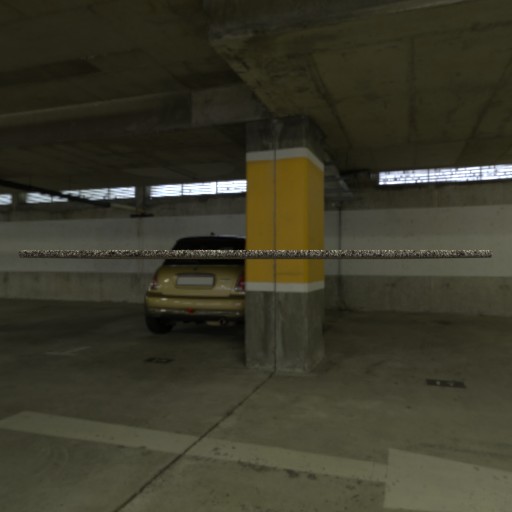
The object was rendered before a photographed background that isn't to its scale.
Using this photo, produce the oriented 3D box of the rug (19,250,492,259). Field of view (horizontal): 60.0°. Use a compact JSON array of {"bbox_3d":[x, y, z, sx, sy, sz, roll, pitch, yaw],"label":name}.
[{"bbox_3d":[0.000,0.000,2.090,1.601,0.025,1.198,0,-1,1],"label":"rug"}]
